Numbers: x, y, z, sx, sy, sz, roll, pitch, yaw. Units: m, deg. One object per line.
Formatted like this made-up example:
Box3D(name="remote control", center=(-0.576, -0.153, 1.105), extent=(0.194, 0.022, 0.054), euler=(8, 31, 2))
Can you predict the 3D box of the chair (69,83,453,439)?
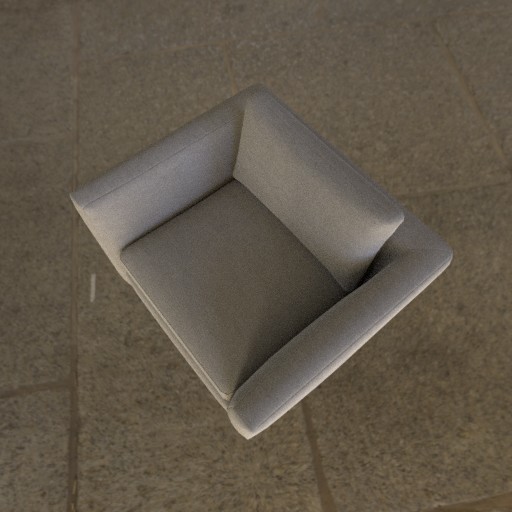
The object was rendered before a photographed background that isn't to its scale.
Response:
Box3D(name="chair", center=(0.000, 0.000, 1.726), extent=(0.889, 0.864, 1.041), euler=(-36, 69, -17))
